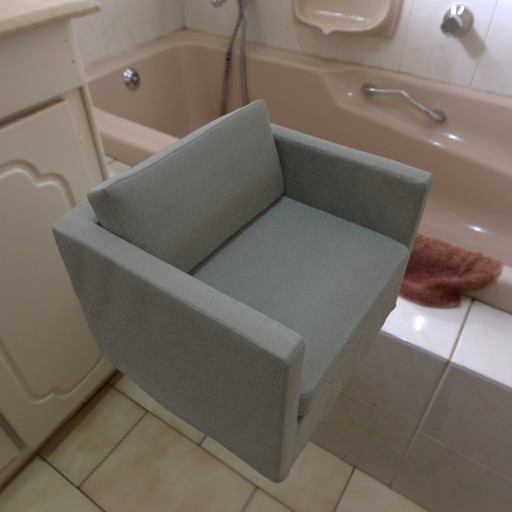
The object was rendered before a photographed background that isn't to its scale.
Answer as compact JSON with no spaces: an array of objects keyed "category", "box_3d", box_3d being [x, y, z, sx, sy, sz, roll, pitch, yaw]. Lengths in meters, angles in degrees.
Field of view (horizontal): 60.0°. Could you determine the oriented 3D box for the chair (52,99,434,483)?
[{"category":"chair","box_3d":[0.000,0.000,1.712,0.949,0.863,1.057,25,48,26]}]
